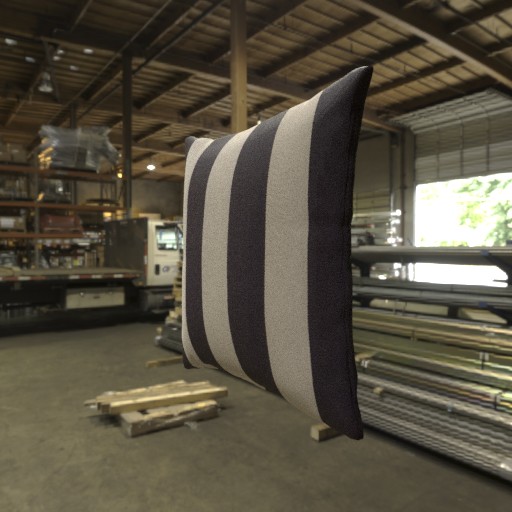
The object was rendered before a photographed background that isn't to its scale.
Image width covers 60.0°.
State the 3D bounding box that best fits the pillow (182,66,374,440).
[{"bbox_3d":[0.000,0.000,0.817,0.189,0.526,0.536,-1,2,-37],"label":"pillow"}]
